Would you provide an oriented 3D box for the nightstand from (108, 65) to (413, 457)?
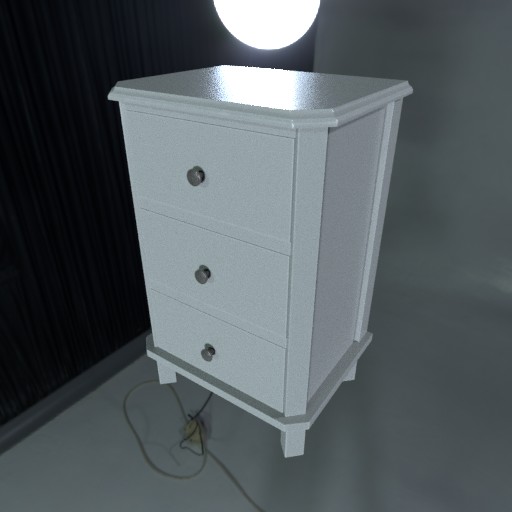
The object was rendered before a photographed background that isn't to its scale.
[{"bbox_3d":[0.000,0.000,0.925,0.435,0.680,0.348,19,34,30],"label":"nightstand"}]
